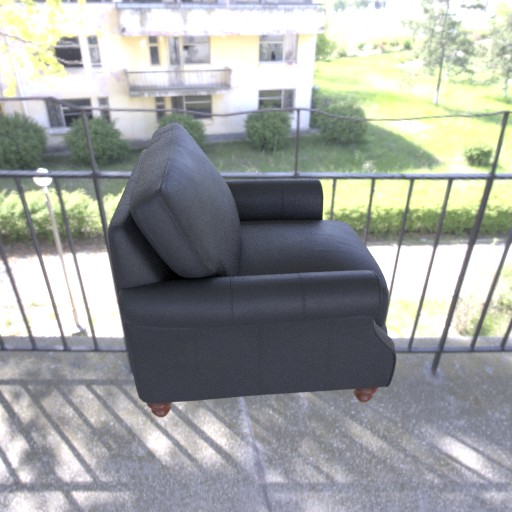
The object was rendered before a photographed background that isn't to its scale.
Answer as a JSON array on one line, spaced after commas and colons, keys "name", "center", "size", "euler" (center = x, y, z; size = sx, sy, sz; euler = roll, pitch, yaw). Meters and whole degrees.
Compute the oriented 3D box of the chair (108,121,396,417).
[{"name": "chair", "center": [0.000, 0.000, 1.820], "size": [1.027, 0.960, 1.015], "euler": [0, 31, -1]}]
